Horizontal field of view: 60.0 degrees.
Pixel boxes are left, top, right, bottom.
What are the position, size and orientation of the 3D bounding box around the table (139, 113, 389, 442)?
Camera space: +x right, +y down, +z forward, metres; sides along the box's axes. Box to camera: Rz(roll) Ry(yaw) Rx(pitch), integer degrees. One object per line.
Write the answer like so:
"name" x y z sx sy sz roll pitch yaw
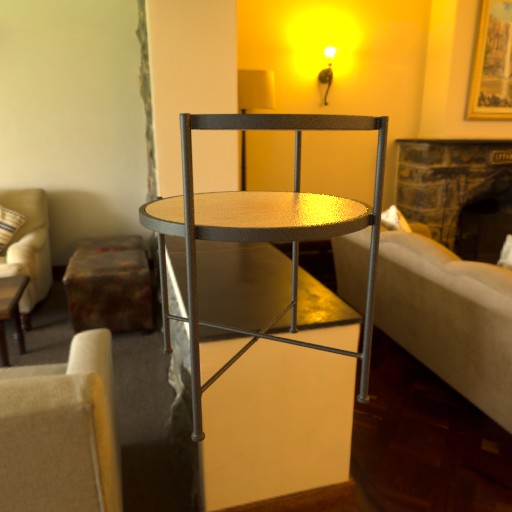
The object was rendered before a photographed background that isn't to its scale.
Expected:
"table" 0.000 0.000 1.151 0.628 0.684 0.629 7 17 24
